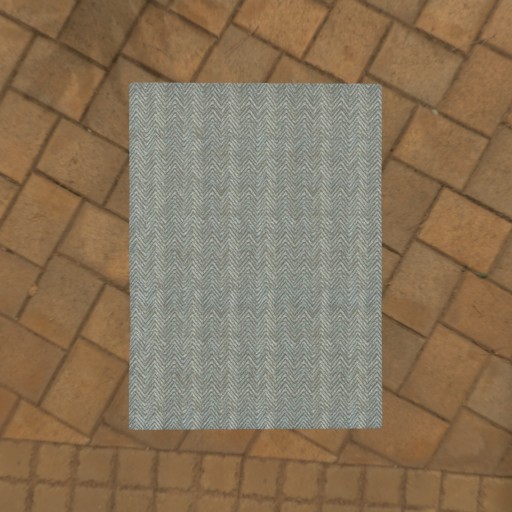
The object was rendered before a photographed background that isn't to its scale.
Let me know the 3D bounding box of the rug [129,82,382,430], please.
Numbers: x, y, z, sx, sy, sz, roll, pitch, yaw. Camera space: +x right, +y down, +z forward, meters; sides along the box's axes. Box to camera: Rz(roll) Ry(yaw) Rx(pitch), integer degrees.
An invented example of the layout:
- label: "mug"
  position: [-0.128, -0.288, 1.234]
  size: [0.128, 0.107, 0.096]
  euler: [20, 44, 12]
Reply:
- label: "rug"
  position: [0.000, 0.000, 5.074]
  size: [2.894, 0.011, 3.957]
  euler: [0, 90, -1]
